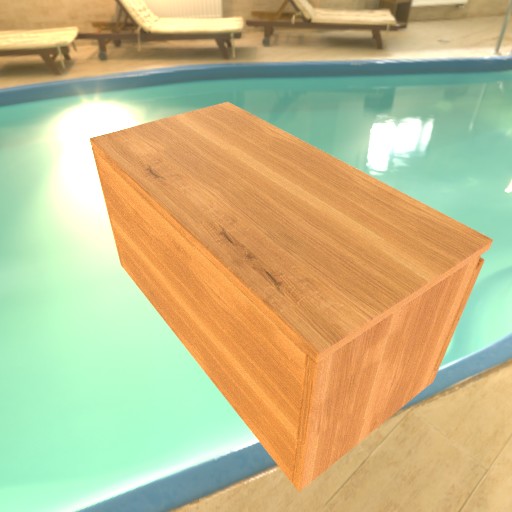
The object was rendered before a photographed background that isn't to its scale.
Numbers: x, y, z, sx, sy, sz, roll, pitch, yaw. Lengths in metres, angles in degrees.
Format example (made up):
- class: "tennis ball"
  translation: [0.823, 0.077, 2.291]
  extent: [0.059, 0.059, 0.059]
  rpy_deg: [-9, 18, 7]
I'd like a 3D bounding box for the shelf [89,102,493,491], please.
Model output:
- class: "shelf"
  translation: [0.000, 0.000, 1.026]
  extent: [0.400, 0.400, 0.800]
  rpy_deg: [-25, 45, -28]
